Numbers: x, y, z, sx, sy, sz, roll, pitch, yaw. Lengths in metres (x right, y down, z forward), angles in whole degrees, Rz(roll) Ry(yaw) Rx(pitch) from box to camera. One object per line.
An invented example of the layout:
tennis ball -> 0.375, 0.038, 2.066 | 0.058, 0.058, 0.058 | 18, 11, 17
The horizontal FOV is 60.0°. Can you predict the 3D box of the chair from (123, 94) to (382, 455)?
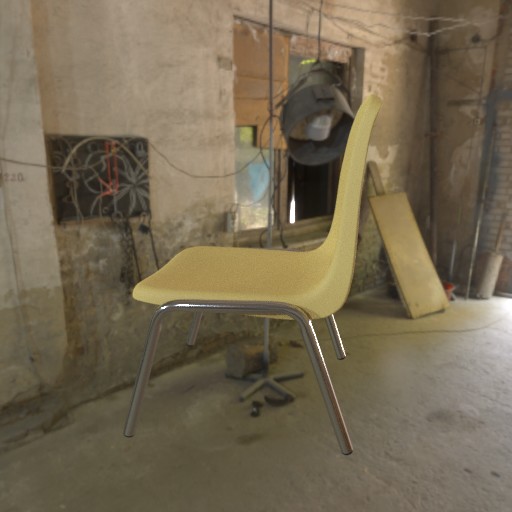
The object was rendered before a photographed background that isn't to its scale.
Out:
chair -> 0.000, 0.000, 0.791 | 0.385, 0.536, 0.354 | 2, 15, 9
